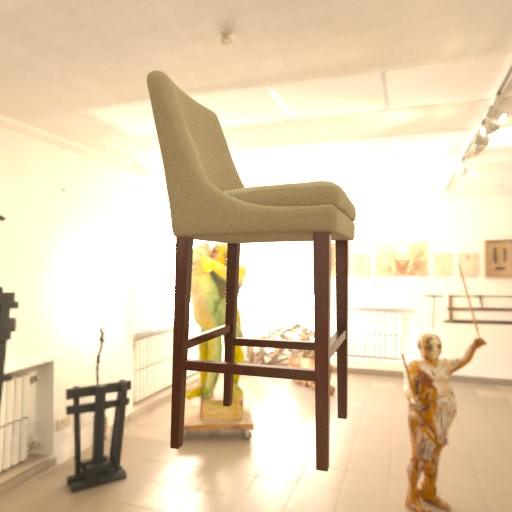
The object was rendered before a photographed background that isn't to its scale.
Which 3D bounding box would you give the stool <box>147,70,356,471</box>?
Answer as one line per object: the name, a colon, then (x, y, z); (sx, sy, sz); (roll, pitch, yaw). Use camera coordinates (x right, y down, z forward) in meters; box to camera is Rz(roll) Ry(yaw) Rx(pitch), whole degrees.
stool: (0.000, 0.000, 1.384); (0.577, 1.078, 0.470); (0, -1, 18)
